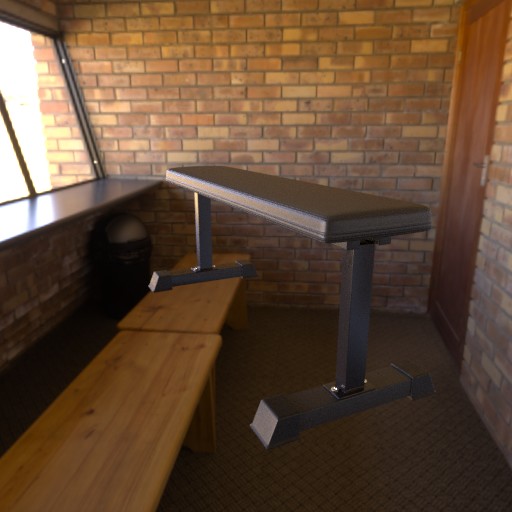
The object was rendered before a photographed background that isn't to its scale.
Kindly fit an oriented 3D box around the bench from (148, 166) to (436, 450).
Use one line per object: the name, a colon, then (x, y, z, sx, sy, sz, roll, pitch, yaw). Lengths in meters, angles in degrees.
bench: (0.000, 0.000, 1.310, 0.439, 0.453, 1.072, -8, 18, -25)
